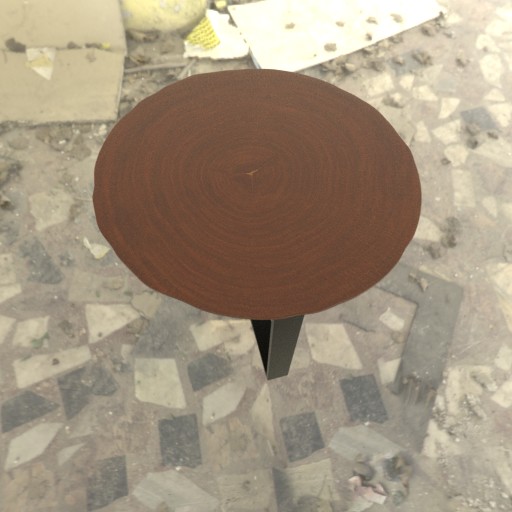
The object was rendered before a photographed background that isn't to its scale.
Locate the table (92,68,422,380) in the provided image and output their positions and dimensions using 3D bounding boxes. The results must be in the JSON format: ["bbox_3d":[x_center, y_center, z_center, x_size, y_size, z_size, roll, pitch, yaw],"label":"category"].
[{"bbox_3d":[0.000,0.000,0.755,0.410,0.450,0.380,14,63,7],"label":"table"}]
